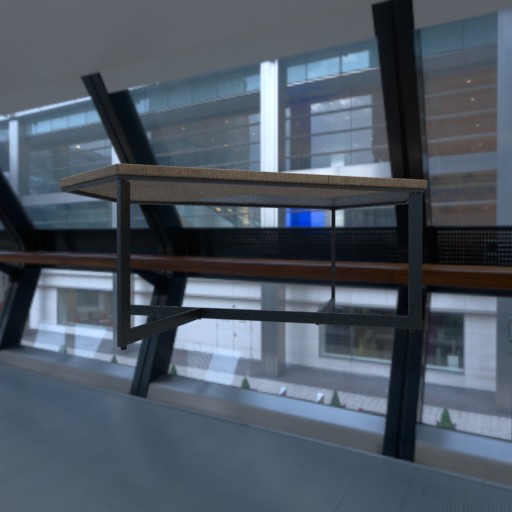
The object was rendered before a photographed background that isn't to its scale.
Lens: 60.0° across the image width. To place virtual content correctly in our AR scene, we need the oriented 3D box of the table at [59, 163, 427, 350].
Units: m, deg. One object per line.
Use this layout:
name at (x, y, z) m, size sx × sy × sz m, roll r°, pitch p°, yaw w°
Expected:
table at (0.000, 0.000, 1.491) m, size 1.219 × 0.457 × 0.609 m, roll 0°, pitch 1°, yaw -17°
